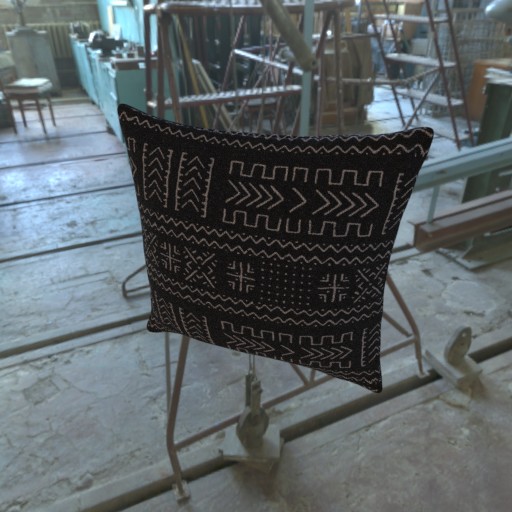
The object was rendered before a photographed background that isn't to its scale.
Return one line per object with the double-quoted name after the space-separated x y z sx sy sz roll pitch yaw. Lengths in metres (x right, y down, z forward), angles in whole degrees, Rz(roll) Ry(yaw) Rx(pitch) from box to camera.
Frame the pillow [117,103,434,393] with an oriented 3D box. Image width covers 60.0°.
0.000 0.000 0.680 0.438 0.430 0.164 11 33 17 "pillow"
